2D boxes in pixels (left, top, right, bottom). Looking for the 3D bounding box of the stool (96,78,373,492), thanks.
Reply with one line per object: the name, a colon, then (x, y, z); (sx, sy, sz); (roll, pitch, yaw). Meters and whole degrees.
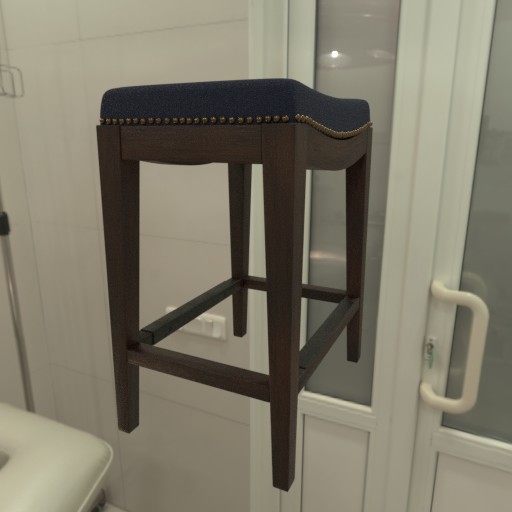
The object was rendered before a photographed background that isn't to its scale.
stool: (0.000, 0.000, 0.929); (0.361, 0.642, 0.500); (7, 17, 25)
